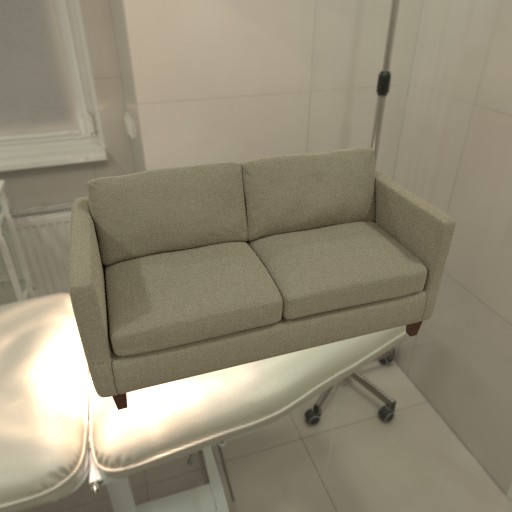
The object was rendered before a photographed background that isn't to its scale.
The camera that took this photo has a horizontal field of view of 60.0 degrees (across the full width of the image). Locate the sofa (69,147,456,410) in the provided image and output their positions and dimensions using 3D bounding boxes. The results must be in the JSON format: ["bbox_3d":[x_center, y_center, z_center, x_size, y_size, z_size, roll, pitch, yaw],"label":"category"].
[{"bbox_3d":[0.000,0.000,2.498,1.884,0.947,0.951,-10,33,-16],"label":"sofa"}]
